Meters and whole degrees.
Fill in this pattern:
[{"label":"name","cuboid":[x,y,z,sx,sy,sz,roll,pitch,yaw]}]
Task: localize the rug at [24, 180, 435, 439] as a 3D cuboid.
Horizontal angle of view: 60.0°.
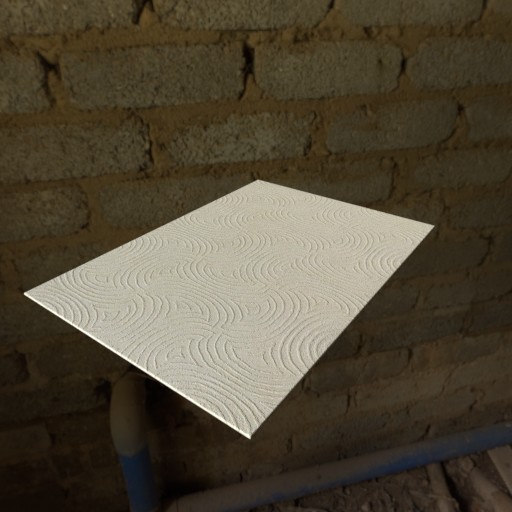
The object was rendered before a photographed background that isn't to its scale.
[{"label":"rug","cuboid":[0.000,0.000,2.730,1.526,0.015,2.132,20,36,31]}]
